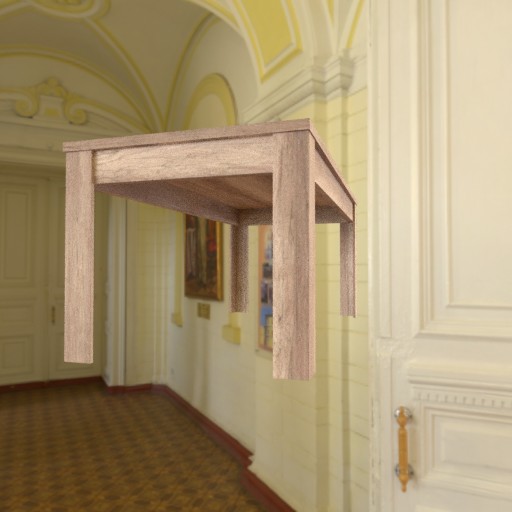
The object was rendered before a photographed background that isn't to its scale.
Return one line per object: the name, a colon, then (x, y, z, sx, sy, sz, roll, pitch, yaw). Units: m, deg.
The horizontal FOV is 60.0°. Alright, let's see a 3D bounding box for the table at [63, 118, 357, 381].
table: (0.000, 0.000, 2.319, 0.900, 0.790, 1.800, 0, -1, 17)
